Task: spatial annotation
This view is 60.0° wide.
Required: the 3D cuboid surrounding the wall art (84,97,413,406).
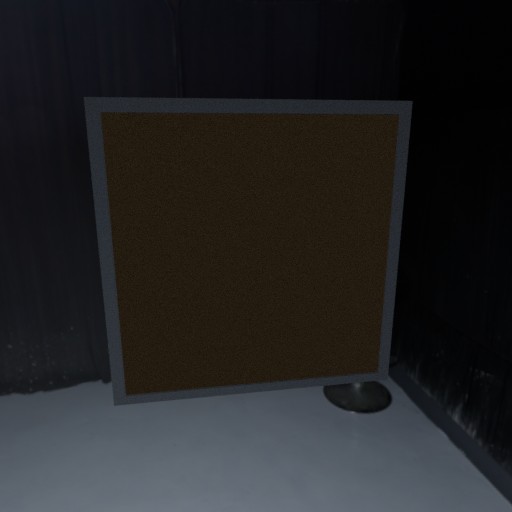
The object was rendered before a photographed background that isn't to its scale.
[{"bbox_3d":[0.000,0.000,0.760,0.506,0.506,0.038,-3,16,-9],"label":"wall art"}]
